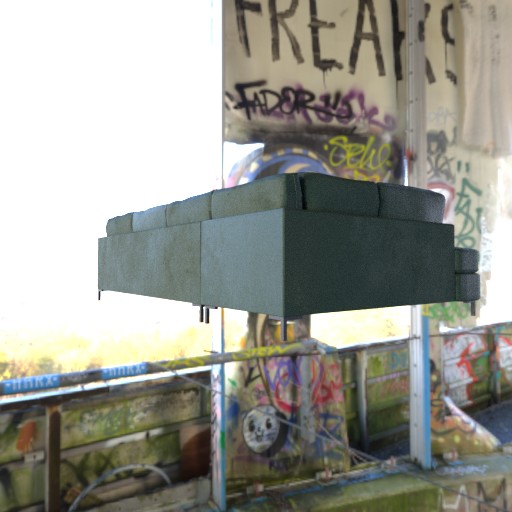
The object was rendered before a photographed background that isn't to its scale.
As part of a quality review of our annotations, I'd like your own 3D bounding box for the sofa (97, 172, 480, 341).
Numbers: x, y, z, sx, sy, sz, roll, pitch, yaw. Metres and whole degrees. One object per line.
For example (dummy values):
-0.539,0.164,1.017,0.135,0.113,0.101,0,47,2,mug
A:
0.000,0.000,4.336,2.048,0.996,3.384,1,-1,-36,sofa
